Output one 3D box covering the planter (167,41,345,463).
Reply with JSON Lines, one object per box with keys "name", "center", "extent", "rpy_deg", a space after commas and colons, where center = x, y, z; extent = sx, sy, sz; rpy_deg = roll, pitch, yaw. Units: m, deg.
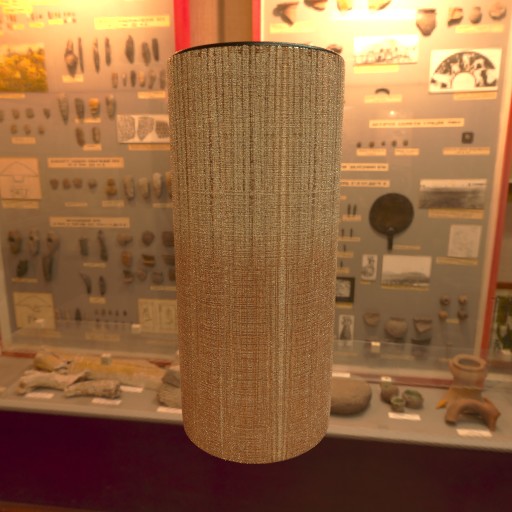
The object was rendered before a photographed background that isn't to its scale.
{"name": "planter", "center": [0.000, 0.000, 0.278], "extent": [0.100, 0.227, 0.100], "rpy_deg": [2, 14, 9]}
